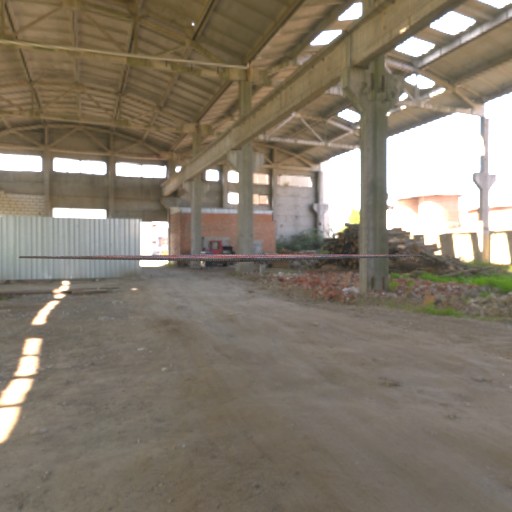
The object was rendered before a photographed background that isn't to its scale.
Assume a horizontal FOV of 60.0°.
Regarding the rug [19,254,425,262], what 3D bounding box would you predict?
[{"bbox_3d":[0.000,0.000,2.283,1.207,0.012,1.820,0,1,36],"label":"rug"}]
